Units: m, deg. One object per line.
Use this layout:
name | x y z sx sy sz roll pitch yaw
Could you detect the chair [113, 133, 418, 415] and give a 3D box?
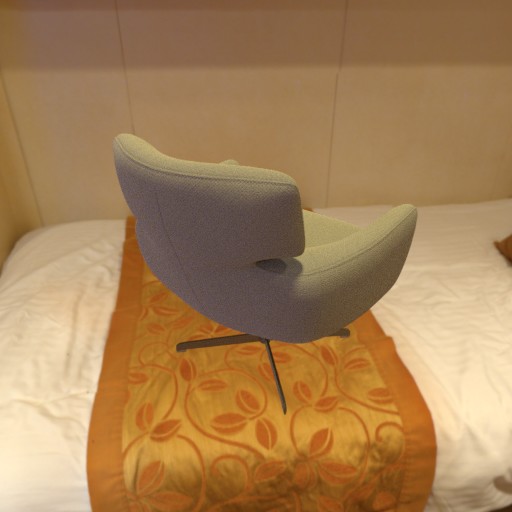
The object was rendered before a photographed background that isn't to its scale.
chair | 0.000 0.000 1.380 0.760 0.810 0.730 21 37 30
